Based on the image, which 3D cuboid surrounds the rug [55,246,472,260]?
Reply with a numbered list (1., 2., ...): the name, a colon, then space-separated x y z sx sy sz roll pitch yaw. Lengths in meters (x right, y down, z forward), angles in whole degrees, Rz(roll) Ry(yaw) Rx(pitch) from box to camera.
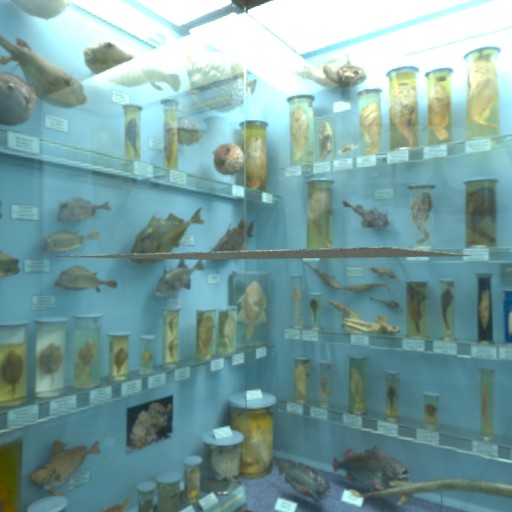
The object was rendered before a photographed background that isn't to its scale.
1. rug: 0.000 0.000 2.063 1.652 0.006 1.035 -1 -2 37
